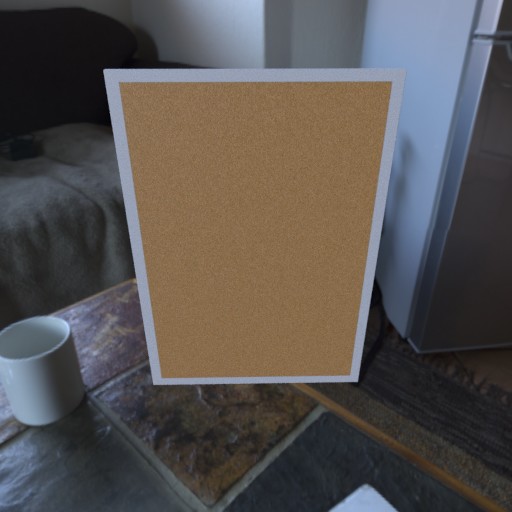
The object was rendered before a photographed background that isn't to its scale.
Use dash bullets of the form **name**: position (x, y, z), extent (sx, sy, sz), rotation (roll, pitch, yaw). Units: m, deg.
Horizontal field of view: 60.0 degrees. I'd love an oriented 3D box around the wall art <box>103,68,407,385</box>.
- **wall art**: position (0.000, 0.000, 1.201), extent (0.659, 0.940, 0.013), rotation (-1, 30, -1)
